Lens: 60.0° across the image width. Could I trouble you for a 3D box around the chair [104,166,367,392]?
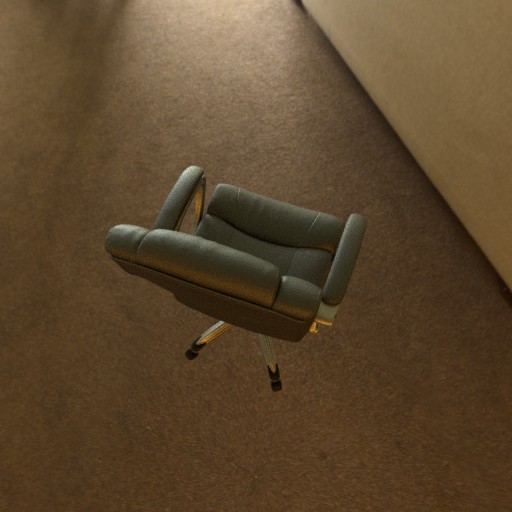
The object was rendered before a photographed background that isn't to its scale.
[{"bbox_3d":[0.000,0.000,1.572,0.721,1.130,0.719,19,65,9],"label":"chair"}]
